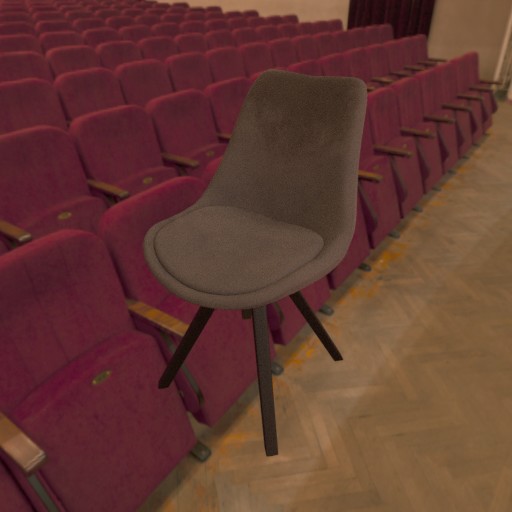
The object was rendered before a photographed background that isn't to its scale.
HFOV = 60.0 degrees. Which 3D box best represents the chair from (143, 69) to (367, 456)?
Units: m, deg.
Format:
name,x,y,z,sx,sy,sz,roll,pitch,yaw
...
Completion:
name,x,y,z,sx,sy,sz,roll,pitch,yaw
chair,0.000,0.000,1.182,0.476,0.850,0.550,20,36,30
